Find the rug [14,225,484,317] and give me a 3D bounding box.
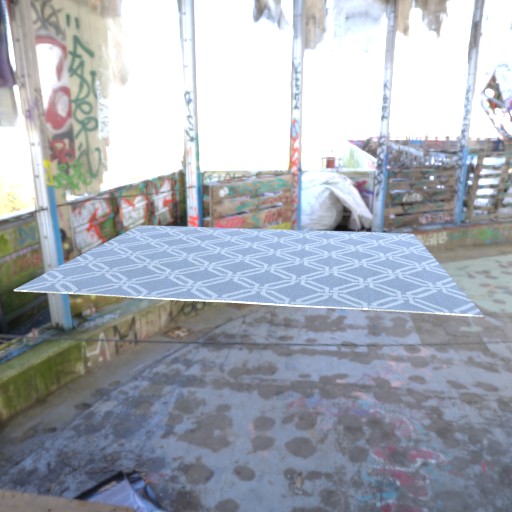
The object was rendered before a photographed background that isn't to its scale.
[{"bbox_3d":[0.000,0.000,2.698,2.133,0.013,1.522,2,16,8],"label":"rug"}]
